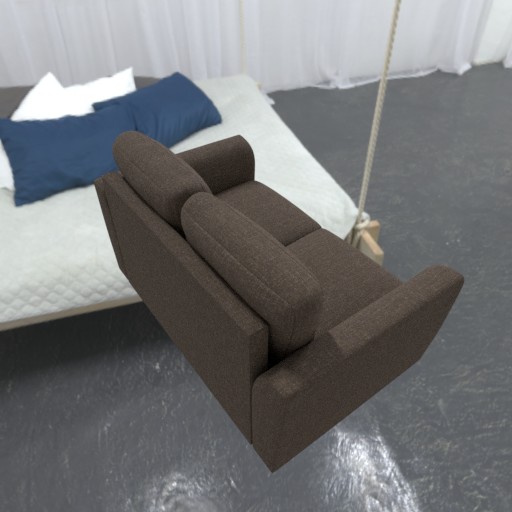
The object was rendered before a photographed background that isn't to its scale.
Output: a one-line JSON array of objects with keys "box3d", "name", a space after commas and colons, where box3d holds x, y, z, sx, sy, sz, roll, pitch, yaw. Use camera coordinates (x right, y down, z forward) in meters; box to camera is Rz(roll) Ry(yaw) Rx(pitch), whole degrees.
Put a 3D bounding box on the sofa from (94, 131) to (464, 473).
[{"box3d": [0.000, 0.000, 1.938, 0.851, 0.885, 1.423, -26, 47, -27], "name": "sofa"}]
